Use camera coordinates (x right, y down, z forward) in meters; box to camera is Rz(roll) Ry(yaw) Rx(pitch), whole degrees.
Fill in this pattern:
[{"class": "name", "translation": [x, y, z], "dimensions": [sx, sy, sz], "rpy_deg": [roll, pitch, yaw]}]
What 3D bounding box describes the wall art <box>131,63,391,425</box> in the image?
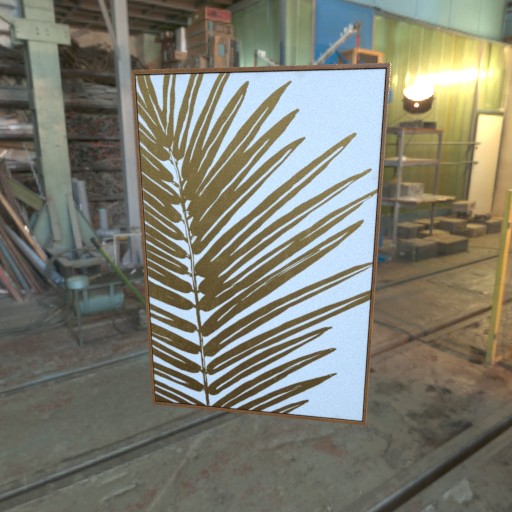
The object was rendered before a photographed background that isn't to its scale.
[{"class": "wall art", "translation": [0.000, 0.000, 1.157], "dimensions": [0.610, 0.914, 0.037], "rpy_deg": [2, 14, 9]}]
